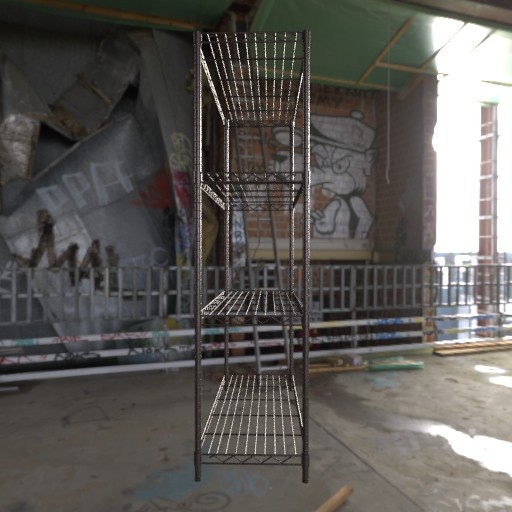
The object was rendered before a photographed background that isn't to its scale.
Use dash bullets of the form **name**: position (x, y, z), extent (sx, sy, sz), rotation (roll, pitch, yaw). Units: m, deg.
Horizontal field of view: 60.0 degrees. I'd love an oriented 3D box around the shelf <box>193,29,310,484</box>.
- **shelf**: position (0.000, 0.000, 1.783), extent (0.352, 1.361, 0.907), rotation (0, 0, 2)
